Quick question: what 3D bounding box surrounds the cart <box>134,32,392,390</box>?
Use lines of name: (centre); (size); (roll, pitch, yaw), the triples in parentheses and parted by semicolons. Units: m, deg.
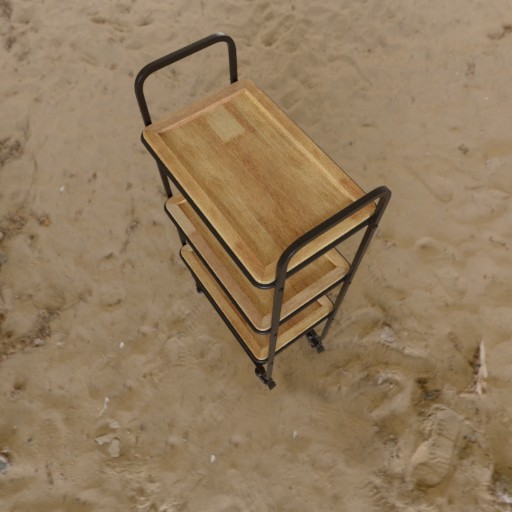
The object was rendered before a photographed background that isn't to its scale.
cart: (0.000, 0.000, 1.322); (0.321, 1.080, 0.545); (-32, 67, -16)
